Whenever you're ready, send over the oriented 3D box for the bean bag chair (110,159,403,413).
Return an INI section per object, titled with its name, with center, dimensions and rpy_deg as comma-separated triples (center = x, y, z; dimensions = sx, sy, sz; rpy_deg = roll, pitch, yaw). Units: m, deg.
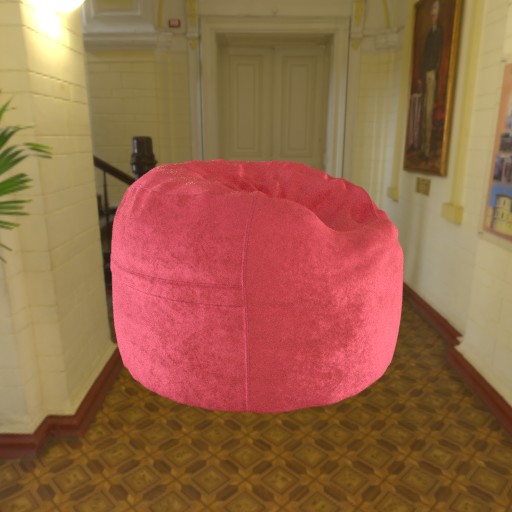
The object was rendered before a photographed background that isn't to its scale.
[bean bag chair]
center = 0.000, 0.000, 1.914
dimensions = 1.218, 0.788, 1.218
rpy_deg = 0, 15, 0
